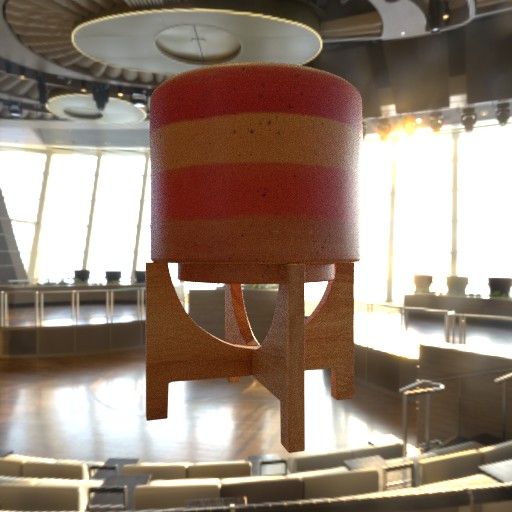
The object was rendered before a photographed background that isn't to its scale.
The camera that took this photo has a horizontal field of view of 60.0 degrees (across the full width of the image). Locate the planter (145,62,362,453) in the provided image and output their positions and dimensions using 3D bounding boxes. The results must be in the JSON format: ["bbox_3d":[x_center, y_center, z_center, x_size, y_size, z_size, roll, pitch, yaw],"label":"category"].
[{"bbox_3d":[0.000,0.000,0.555,0.269,0.379,0.269,0,0,0],"label":"planter"}]
